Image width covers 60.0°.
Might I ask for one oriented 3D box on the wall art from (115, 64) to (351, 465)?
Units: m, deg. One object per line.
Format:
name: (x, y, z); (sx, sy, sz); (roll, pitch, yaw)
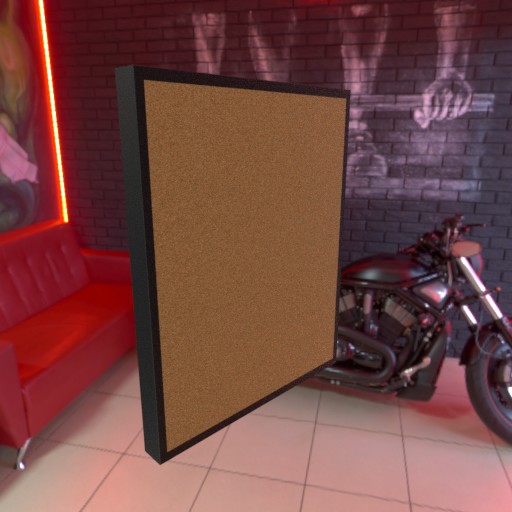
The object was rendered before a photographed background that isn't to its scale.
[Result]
wall art: (0.000, 0.000, 0.500); (0.294, 0.369, 0.030); (-15, 21, -42)
